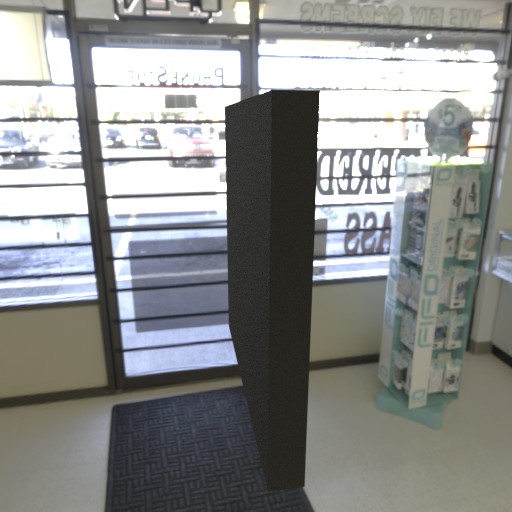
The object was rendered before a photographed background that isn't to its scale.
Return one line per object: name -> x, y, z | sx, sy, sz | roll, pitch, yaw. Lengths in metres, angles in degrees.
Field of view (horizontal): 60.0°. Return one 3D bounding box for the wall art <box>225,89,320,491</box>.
wall art -> 0.000, 0.000, 0.462 | 0.030, 0.305, 0.308 | -3, 17, -9
